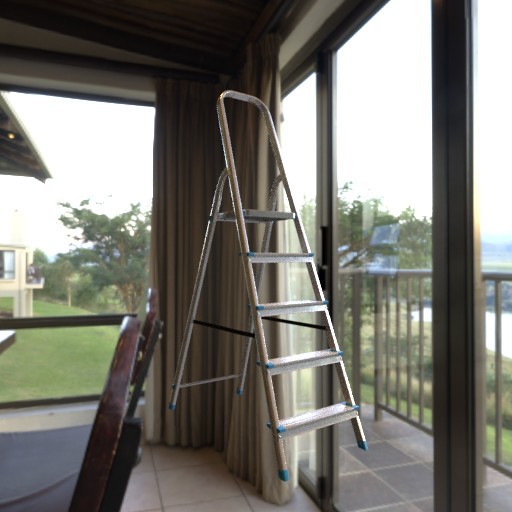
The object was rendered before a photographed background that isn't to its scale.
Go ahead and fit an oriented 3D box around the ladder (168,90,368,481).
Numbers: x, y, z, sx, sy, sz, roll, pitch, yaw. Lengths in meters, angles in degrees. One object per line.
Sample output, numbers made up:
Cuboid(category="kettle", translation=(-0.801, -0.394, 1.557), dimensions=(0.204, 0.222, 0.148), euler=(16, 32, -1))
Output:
Cuboid(category="ladder", translation=(0.000, 0.000, 2.151), dimensions=(0.468, 1.648, 0.990), euler=(0, 0, -36))
